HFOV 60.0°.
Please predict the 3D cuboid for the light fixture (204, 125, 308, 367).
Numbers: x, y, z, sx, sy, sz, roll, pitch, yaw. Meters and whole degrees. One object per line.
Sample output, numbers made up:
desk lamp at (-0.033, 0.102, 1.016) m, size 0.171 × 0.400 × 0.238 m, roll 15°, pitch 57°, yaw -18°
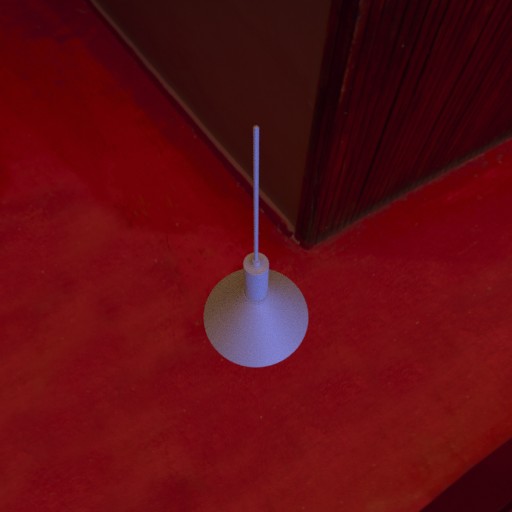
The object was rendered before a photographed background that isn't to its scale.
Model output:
light fixture at (0.000, 0.000, 0.840) m, size 0.267 × 0.683 × 0.267 m, roll -34°, pitch 68°, yaw -16°
